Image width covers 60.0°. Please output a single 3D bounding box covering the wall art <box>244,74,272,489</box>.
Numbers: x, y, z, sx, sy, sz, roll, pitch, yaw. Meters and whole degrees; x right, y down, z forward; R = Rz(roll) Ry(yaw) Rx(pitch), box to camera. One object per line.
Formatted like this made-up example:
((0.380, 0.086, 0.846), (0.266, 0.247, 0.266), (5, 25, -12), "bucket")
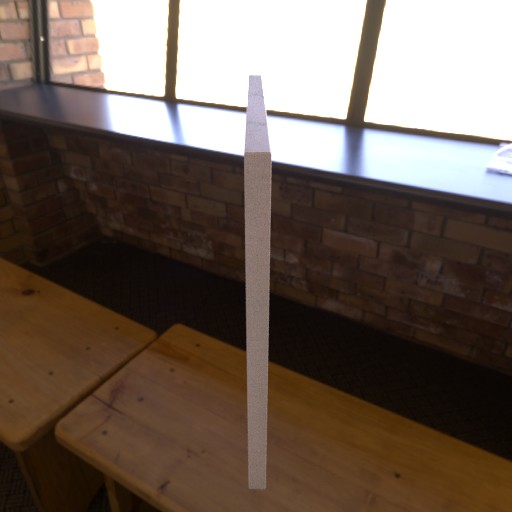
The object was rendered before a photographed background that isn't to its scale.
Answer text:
((0.000, 0.000, 1.128), (0.038, 0.762, 0.762), (0, 30, 0), "wall art")
